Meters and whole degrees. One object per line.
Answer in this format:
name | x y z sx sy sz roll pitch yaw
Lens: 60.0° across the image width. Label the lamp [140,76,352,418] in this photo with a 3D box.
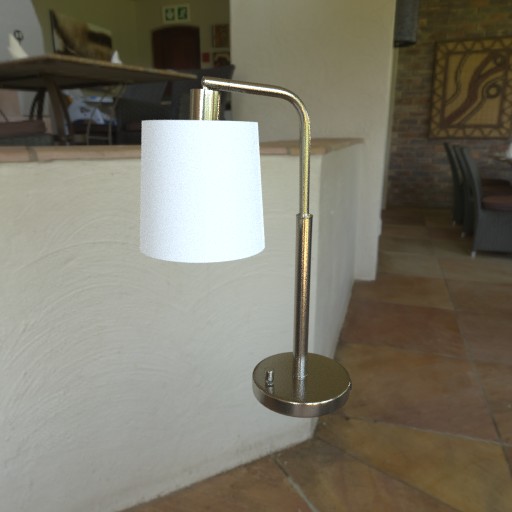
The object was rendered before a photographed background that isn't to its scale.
lamp | 0.000 0.000 0.655 0.333 0.489 0.171 -7 17 -24
